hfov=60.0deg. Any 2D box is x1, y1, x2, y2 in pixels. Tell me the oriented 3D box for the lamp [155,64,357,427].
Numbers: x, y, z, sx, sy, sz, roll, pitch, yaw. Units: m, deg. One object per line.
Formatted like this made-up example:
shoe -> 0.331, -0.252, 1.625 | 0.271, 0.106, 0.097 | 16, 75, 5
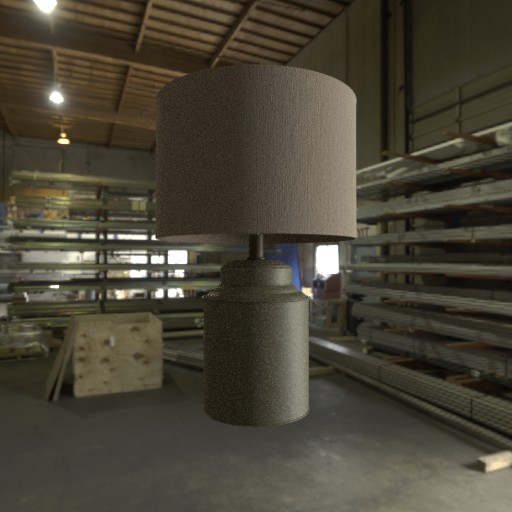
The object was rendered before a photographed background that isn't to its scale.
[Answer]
lamp -> 0.000, 0.000, 0.716 | 0.318, 0.486, 0.318 | 0, -1, 0
